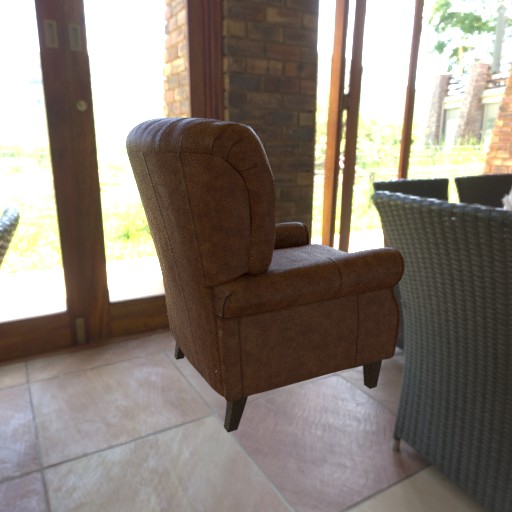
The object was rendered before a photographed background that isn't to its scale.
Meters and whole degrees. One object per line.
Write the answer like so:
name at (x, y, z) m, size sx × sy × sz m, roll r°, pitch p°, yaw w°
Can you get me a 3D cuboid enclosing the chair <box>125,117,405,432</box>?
chair at (0.000, 0.000, 1.987) m, size 1.059 × 1.164 × 0.951 m, roll -7°, pitch 16°, yaw -26°
